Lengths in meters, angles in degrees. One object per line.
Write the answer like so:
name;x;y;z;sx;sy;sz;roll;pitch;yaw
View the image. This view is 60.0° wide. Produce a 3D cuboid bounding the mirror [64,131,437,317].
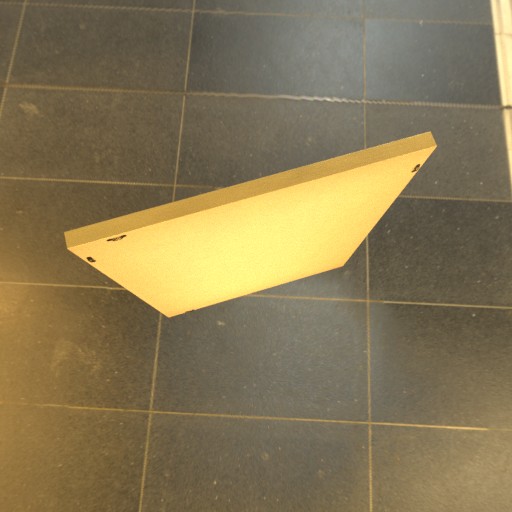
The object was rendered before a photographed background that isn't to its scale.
mirror;0.000;0.000;1.370;0.762;1.016;0.040;-16;75;-4
